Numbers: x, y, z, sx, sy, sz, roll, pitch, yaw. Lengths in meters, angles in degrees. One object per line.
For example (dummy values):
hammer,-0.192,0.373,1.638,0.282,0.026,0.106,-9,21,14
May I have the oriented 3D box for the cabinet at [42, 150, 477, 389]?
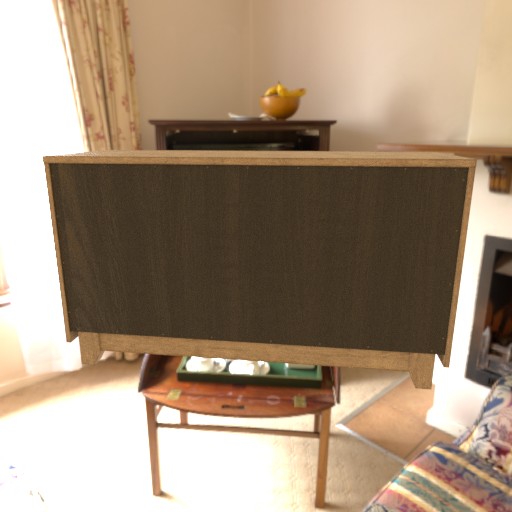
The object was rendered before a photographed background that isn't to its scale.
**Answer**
cabinet,0.000,0.000,1.830,1.460,0.825,0.511,2,16,7
